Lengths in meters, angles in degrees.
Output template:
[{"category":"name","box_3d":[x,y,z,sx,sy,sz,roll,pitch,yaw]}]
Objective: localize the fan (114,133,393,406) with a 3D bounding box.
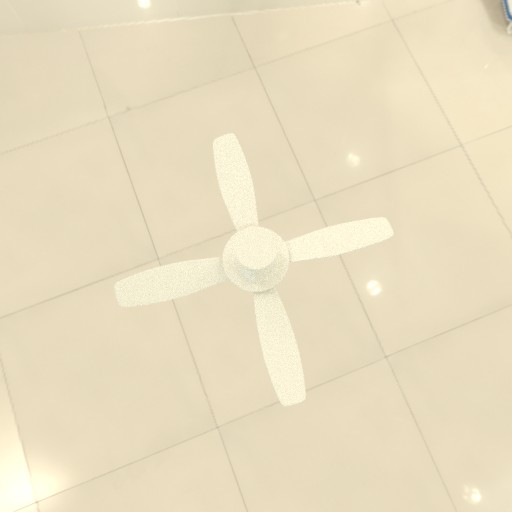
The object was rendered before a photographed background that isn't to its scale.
[{"category":"fan","box_3d":[0.000,0.000,2.547,1.694,0.382,1.693,-14,77,-3]}]
